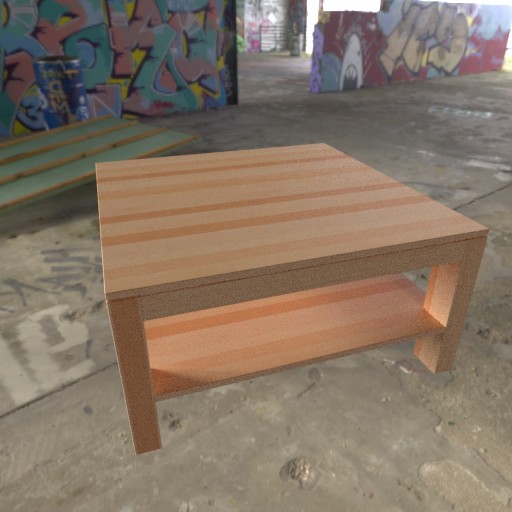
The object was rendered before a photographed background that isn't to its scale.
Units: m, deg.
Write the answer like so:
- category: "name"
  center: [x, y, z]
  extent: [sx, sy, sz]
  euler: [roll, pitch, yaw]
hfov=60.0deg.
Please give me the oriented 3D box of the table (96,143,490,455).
- category: "table"
  center: [0.000, 0.000, 1.435]
  extent: [0.900, 0.450, 0.900]
  euler: [-9, 29, -16]
